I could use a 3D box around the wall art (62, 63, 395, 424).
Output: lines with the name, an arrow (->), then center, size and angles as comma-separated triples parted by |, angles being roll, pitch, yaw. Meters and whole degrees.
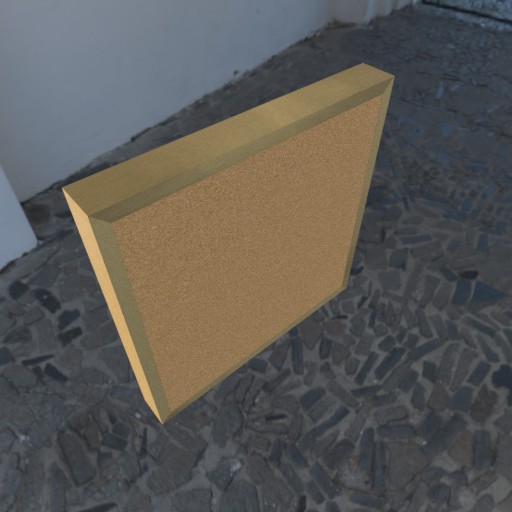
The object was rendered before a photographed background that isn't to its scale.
wall art -> 0.000, 0.000, 0.461 | 0.304, 0.305, 0.038 | -31, 54, -27
